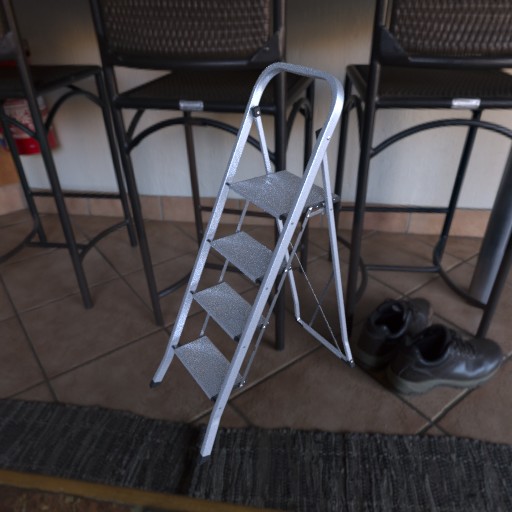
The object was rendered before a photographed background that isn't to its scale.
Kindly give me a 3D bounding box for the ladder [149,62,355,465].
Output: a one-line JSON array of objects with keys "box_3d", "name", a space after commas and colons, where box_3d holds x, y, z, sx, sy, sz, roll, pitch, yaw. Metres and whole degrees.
[{"box_3d": [0.000, 0.000, 1.657, 0.830, 1.290, 0.465, -20, 37, -29], "name": "ladder"}]
